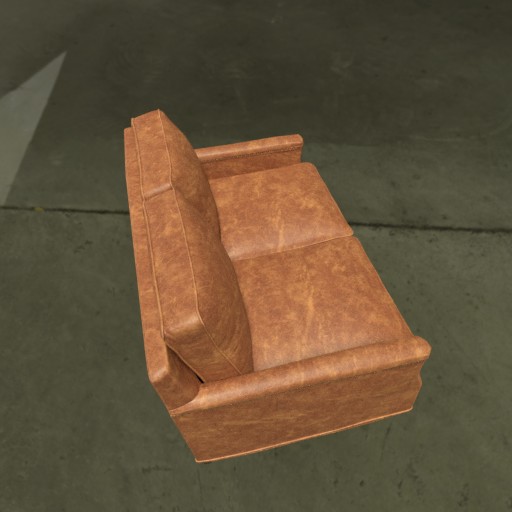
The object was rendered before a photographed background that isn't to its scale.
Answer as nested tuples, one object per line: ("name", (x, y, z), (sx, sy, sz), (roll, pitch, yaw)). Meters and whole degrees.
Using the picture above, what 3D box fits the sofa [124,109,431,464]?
("sofa", (0.000, 0.000, 2.191), (1.084, 1.003, 1.597), (-11, 48, -10))
